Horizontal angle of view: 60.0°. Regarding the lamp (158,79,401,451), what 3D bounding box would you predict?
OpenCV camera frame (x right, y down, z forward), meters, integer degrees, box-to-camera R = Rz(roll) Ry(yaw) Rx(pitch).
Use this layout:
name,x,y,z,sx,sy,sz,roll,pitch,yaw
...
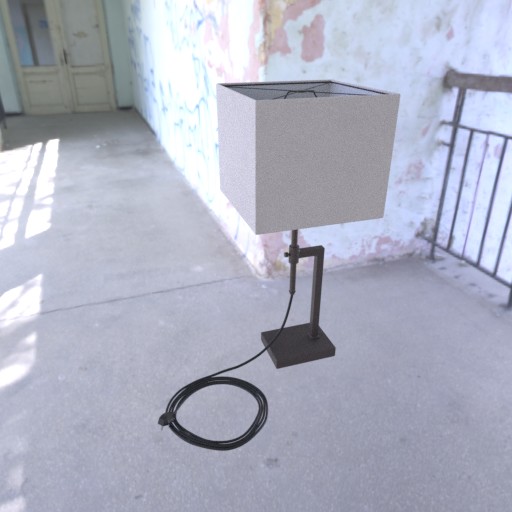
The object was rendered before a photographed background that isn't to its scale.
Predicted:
name,x,y,z,sx,sy,sz,roll,pitch,yaw
lamp,0.000,0.000,0.955,0.504,0.660,0.399,-8,28,-16
